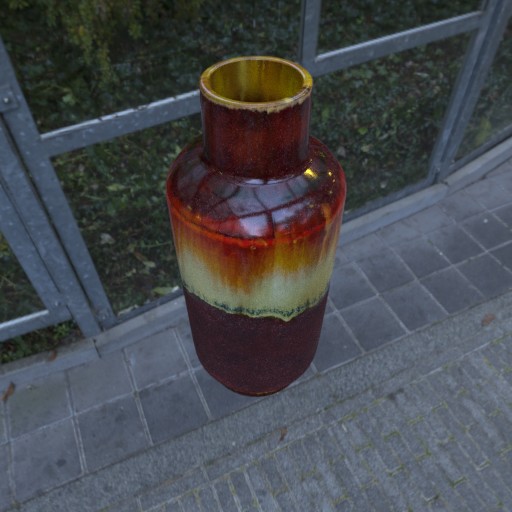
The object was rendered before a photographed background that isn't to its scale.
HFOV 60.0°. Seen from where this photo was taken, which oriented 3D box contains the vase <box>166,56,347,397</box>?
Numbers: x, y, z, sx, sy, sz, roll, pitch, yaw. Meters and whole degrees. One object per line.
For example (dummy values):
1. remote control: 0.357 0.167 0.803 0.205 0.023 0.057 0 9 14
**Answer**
1. vase: 0.000 0.000 0.319 0.111 0.261 0.111 0 47 0
